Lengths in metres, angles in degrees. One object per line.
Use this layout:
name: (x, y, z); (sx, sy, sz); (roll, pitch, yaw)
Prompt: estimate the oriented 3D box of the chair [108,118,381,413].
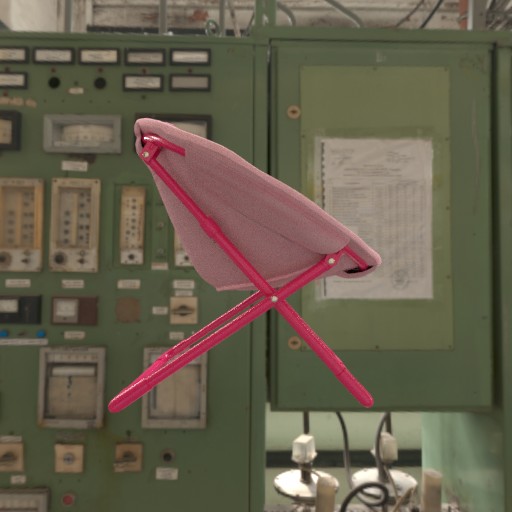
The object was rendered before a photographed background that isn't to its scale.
chair: (0.000, 0.000, 0.868); (0.459, 0.494, 0.522); (0, -1, 0)
